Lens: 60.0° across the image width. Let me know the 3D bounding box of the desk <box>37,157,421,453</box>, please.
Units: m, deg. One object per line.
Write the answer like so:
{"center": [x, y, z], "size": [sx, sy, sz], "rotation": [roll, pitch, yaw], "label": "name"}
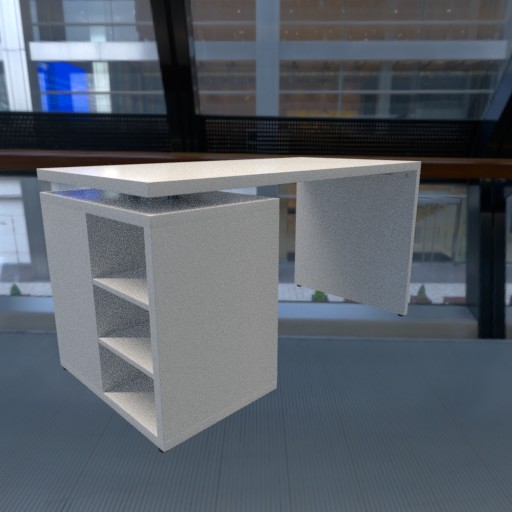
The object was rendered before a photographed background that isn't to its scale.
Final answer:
{"center": [0.000, 0.000, 1.830], "size": [0.690, 0.740, 1.400], "rotation": [14, 20, 43], "label": "desk"}
